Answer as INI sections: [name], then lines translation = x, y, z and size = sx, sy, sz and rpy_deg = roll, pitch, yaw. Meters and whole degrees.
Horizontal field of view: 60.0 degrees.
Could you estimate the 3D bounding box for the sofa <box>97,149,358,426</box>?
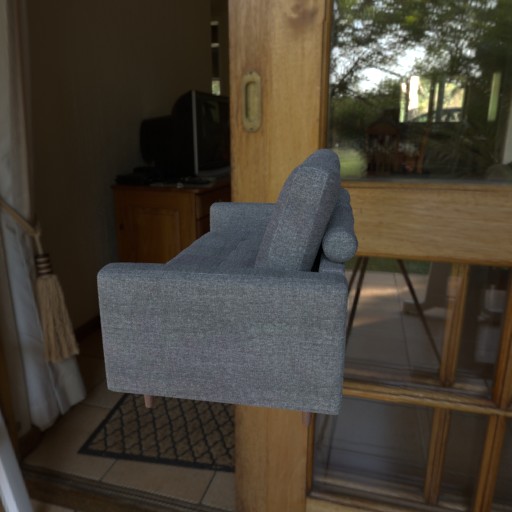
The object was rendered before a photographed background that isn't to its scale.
[sofa]
translation = 0.000, 0.000, 2.010
size = 0.842, 0.907, 1.407
rpy_deg = 3, 16, 10
